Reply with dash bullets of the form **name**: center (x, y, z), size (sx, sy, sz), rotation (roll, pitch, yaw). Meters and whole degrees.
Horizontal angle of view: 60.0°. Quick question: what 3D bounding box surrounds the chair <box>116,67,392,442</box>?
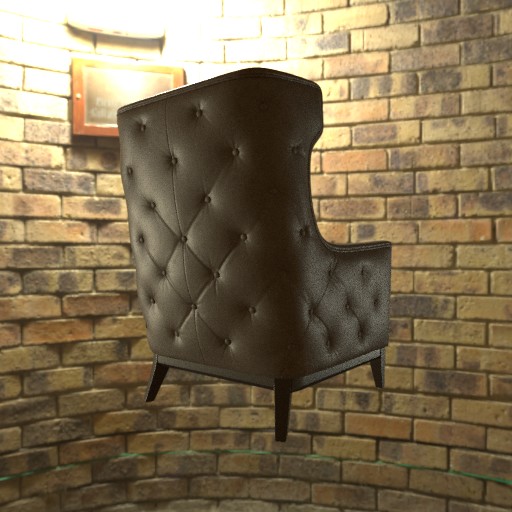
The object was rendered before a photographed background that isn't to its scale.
- **chair**: center (0.000, 0.000, 1.682), size (0.769, 1.079, 0.899), rotation (0, 0, 36)
